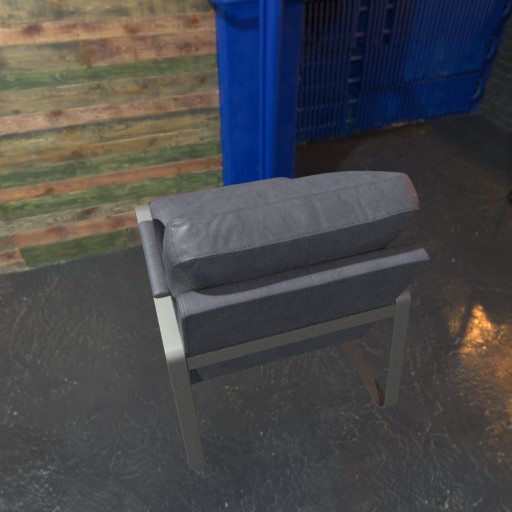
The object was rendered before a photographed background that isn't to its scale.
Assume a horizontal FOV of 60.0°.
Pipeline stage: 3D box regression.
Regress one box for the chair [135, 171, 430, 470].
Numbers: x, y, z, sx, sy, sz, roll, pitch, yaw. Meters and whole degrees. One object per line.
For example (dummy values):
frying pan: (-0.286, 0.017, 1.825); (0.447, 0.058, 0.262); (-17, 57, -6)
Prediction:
chair: (0.000, 0.000, 1.451); (0.692, 0.839, 0.878); (-12, 42, -14)
